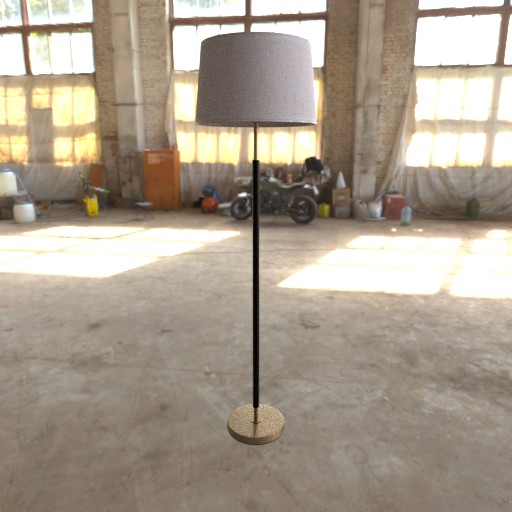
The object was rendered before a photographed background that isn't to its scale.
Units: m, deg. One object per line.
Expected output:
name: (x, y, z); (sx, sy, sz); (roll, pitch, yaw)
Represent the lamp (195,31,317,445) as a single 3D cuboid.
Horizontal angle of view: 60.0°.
lamp: (0.000, 0.000, 1.651); (0.420, 1.447, 0.420); (0, 14, 0)
